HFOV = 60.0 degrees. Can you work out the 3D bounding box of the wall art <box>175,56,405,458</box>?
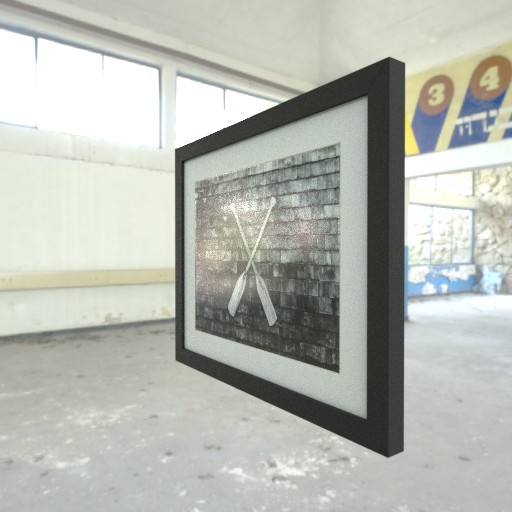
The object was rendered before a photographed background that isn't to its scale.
[{"bbox_3d":[0.000,0.000,0.739,0.029,0.457,0.558,0,1,-36],"label":"wall art"}]
